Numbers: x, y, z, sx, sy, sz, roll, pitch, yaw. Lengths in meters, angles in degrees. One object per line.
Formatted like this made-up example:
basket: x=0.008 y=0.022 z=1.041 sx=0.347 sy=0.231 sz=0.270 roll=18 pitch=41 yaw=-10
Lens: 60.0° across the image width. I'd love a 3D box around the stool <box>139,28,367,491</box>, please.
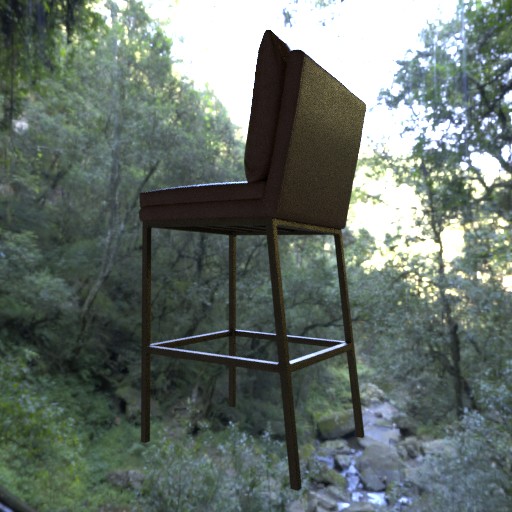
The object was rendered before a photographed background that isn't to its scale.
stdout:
stool: x=0.000 y=0.000 z=1.382 sx=0.571 sy=1.124 sz=0.463 roll=-1 pitch=-2 yaw=35
